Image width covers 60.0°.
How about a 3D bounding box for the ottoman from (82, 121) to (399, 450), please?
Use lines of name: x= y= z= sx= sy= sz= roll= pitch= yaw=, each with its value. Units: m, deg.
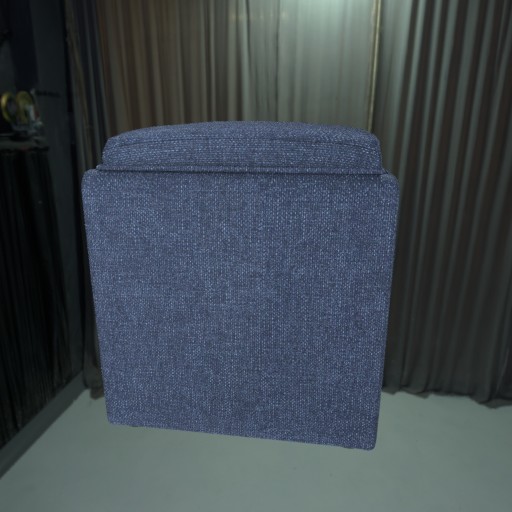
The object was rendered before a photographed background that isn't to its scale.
ottoman: x=0.000 y=0.000 z=0.846 sx=0.436 sy=0.493 sz=0.454 roll=2 pitch=17 yaw=8
